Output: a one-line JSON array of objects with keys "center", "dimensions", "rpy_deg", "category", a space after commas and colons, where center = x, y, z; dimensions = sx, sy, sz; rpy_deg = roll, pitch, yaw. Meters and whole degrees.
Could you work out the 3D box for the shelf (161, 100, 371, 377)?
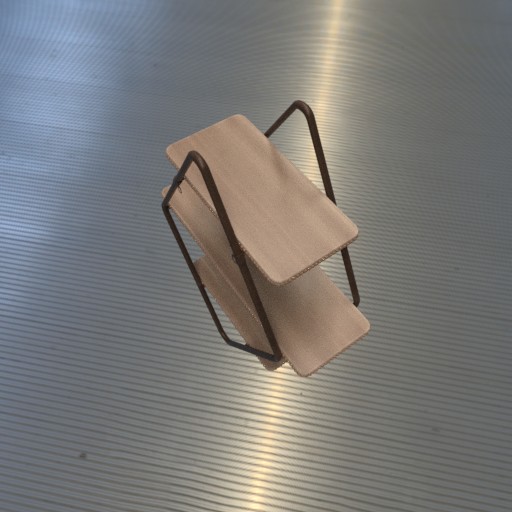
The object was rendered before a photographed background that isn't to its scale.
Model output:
[{"center": [0.000, 0.000, 1.065], "dimensions": [0.234, 0.774, 0.609], "rpy_deg": [-31, 63, -18], "category": "shelf"}]
